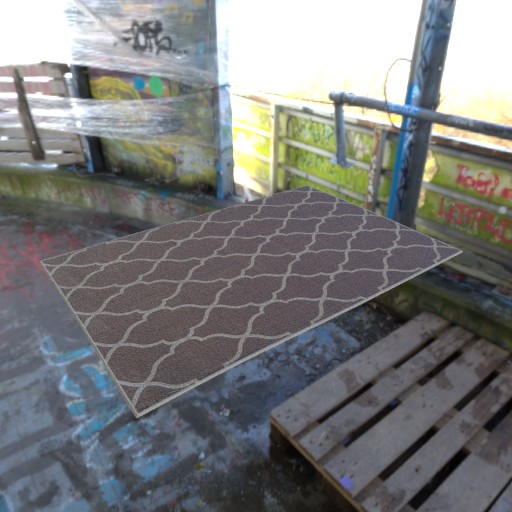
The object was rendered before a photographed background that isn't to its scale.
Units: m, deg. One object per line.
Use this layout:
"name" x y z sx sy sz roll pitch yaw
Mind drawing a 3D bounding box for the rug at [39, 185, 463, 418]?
"rug" 0.000 0.000 2.867 2.294 0.014 1.528 -20 35 -31
